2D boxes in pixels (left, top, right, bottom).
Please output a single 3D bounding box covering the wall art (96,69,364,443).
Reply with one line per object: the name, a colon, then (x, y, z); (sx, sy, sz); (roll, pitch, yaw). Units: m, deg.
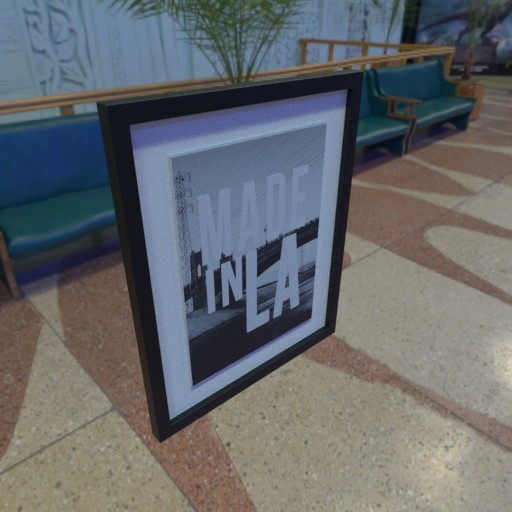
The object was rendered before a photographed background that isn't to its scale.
wall art: (0.000, 0.000, 0.761); (0.457, 0.559, 0.028); (-23, 37, -35)
